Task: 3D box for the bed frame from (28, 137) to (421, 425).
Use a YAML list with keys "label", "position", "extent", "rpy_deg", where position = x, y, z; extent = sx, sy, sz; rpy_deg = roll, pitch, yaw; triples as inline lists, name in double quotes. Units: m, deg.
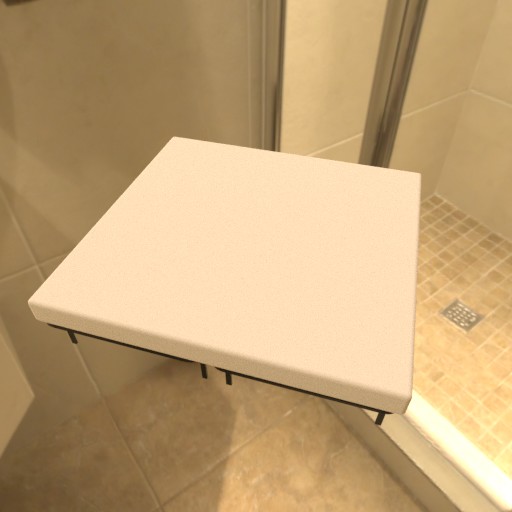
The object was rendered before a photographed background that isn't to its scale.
- label: "bed frame"
  position: [0.000, 0.000, 3.038]
  extent: [2.033, 0.525, 1.935]
  rpy_deg: [11, 44, 12]
